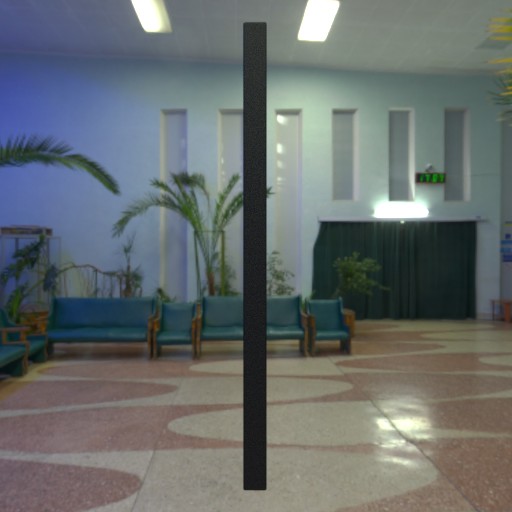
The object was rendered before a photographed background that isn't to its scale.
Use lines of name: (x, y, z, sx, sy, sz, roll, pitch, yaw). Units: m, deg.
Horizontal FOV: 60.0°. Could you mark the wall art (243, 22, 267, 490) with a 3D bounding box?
wall art: (0.000, 0.000, 0.756, 0.028, 0.559, 0.457, 0, 0, 0)
